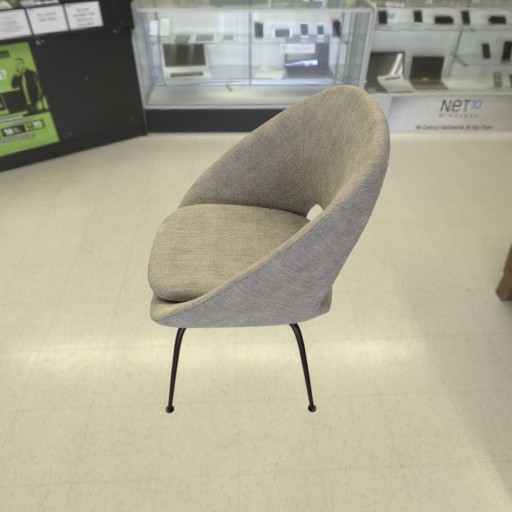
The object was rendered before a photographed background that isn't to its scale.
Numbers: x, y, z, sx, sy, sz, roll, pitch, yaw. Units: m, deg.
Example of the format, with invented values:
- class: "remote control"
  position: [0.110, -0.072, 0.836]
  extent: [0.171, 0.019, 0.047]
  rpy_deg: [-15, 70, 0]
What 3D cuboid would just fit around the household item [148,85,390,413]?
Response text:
- class: "household item"
  position: [0.000, 0.000, 1.261]
  extent: [0.587, 0.869, 0.643]
  rpy_deg: [0, 41, 0]
